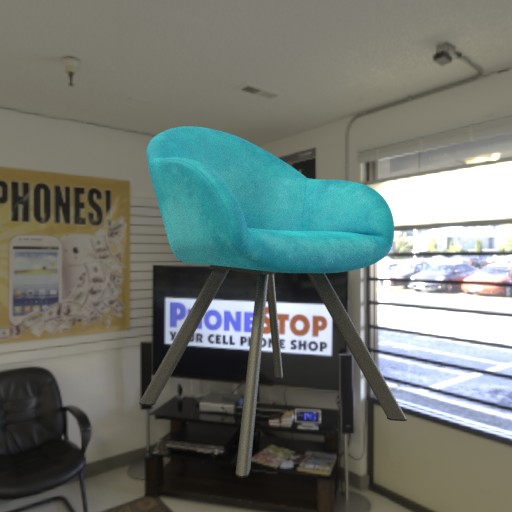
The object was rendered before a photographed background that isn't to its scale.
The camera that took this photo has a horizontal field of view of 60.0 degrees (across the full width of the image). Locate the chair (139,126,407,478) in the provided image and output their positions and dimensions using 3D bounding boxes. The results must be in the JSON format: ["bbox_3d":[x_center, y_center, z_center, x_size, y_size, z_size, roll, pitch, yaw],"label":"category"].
[{"bbox_3d":[0.000,0.000,1.173,0.550,0.795,0.590,0,0,-36],"label":"chair"}]
